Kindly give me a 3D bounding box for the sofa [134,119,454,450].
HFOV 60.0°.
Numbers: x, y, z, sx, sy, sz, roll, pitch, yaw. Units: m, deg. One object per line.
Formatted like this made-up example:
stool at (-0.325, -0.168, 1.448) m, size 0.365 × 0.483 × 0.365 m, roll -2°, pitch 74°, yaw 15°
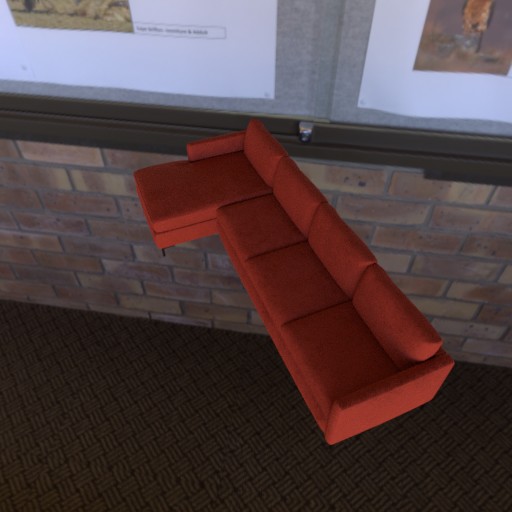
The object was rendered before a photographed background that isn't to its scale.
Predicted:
sofa at (0.000, 0.000, 2.932) m, size 1.136 × 0.663 × 2.467 m, roll -17°, pitch 49°, yaw -16°
